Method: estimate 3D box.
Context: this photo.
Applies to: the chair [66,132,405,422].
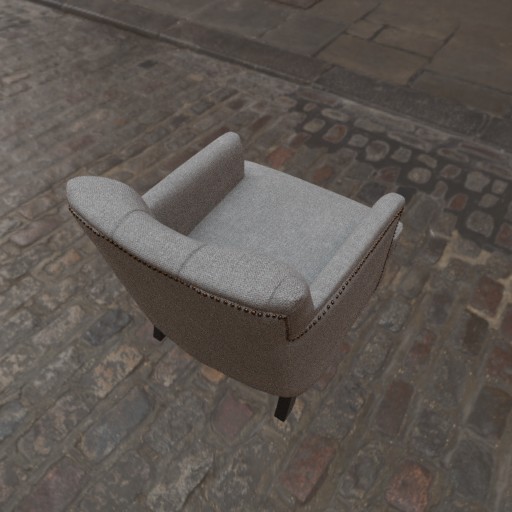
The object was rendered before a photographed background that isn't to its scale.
[{"bbox_3d":[0.000,0.000,1.519,0.737,0.823,0.902,26,52,23],"label":"chair"}]
